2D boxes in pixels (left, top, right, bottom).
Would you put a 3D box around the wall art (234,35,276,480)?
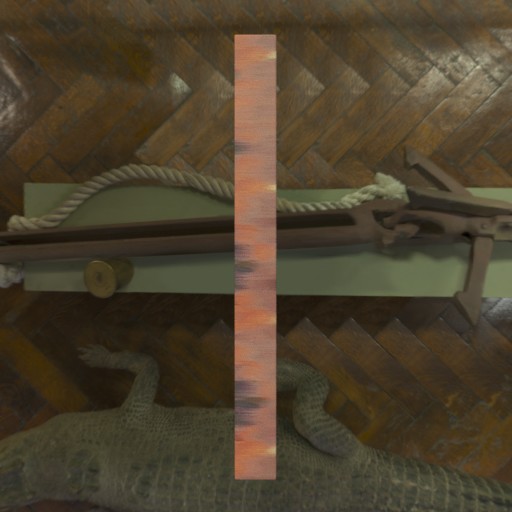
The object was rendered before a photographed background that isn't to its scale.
[{"bbox_3d":[0.000,0.000,0.603,0.038,0.406,0.403,0,91,0],"label":"wall art"}]
